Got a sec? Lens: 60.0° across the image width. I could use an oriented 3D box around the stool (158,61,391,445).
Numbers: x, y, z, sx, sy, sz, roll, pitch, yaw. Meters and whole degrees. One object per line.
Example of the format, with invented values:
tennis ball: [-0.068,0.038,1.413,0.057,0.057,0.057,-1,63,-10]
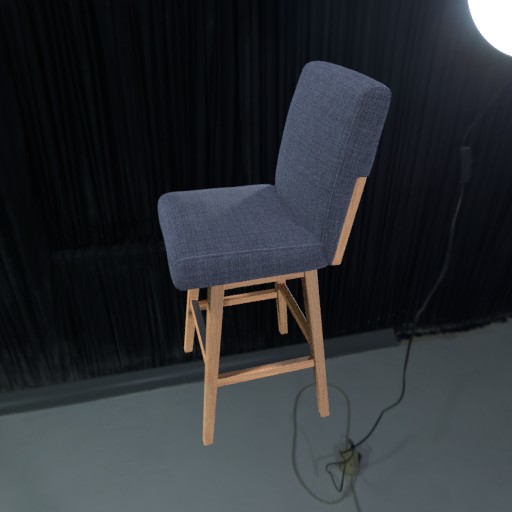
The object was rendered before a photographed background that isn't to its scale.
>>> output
stool: [0.000,0.000,1.433,0.570,1.112,0.483,-8,32,-13]
